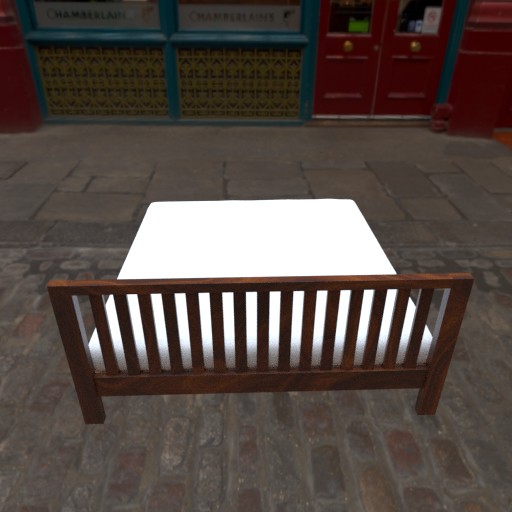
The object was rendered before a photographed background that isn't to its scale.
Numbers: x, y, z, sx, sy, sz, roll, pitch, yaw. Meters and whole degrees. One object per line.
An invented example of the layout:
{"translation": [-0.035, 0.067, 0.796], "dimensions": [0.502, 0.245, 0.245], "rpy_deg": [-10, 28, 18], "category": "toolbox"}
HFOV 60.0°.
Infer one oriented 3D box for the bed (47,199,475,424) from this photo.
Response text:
{"translation": [0.000, 0.000, 3.072], "dimensions": [1.905, 0.890, 2.030], "rpy_deg": [-1, 30, -2], "category": "bed"}
